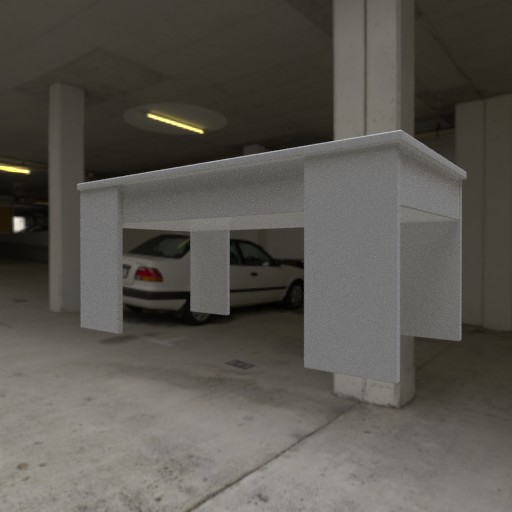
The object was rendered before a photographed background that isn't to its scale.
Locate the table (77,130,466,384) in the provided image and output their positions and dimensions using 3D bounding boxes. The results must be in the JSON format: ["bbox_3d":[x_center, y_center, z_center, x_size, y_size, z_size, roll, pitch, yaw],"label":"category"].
[{"bbox_3d":[0.000,0.000,1.261,1.000,0.440,0.500,0,1,37],"label":"table"}]
